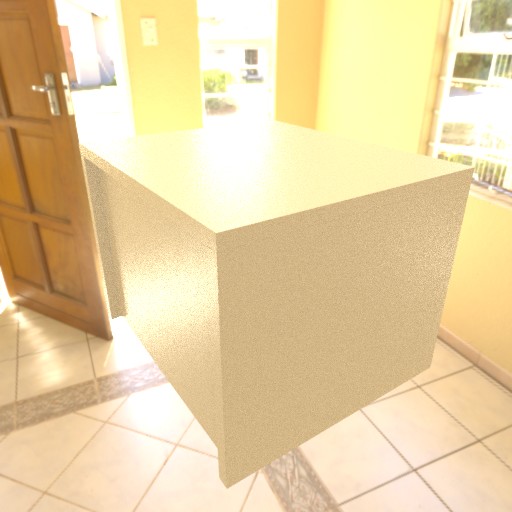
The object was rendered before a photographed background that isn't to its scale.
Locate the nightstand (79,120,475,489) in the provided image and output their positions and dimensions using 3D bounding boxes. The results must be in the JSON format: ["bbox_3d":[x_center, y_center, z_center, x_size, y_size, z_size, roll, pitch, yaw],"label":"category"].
[{"bbox_3d":[0.000,0.000,0.758,0.408,0.351,0.470,-17,31,-30],"label":"nightstand"}]
